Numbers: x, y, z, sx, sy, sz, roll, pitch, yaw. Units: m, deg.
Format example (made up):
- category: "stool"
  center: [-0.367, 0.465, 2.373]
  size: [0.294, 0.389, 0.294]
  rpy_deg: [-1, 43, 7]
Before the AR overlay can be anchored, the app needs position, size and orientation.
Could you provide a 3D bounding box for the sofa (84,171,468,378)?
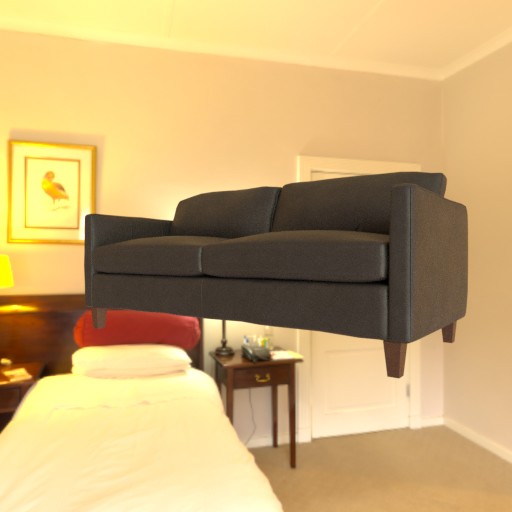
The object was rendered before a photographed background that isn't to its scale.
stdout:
- category: "sofa"
  center: [0.000, 0.000, 2.416]
  size: [1.971, 0.863, 0.933]
  rpy_deg: [0, 0, 36]
